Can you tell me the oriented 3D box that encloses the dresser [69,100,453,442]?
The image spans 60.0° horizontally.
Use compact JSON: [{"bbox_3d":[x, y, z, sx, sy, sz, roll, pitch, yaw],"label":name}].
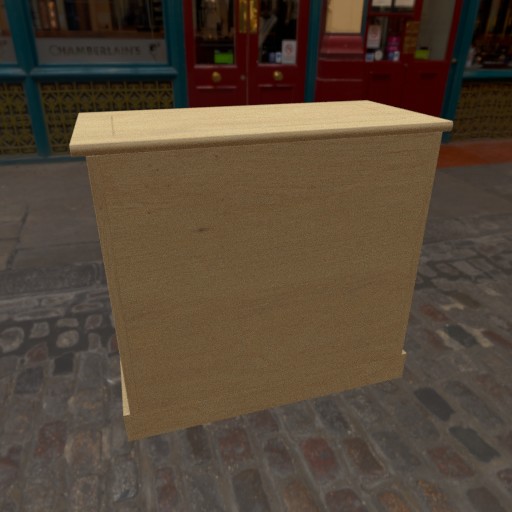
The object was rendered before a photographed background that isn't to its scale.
[{"bbox_3d":[0.000,0.000,1.376,0.915,0.835,0.440,-8,27,-15],"label":"dresser"}]
